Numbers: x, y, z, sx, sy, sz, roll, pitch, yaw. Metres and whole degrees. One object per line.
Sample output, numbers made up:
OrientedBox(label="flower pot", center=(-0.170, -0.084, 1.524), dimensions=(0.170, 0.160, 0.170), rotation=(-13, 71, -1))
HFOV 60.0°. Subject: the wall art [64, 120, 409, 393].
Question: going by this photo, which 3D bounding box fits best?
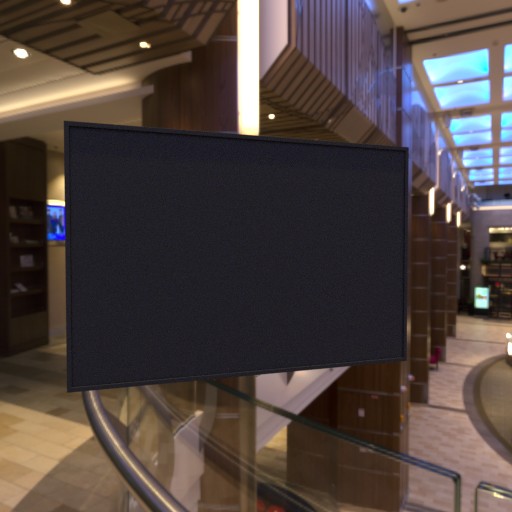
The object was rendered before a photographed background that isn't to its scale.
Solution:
OrientedBox(label="wall art", center=(0.000, 0.000, 1.501), dimensions=(1.190, 0.805, 0.028), rotation=(-1, 2, -18))
